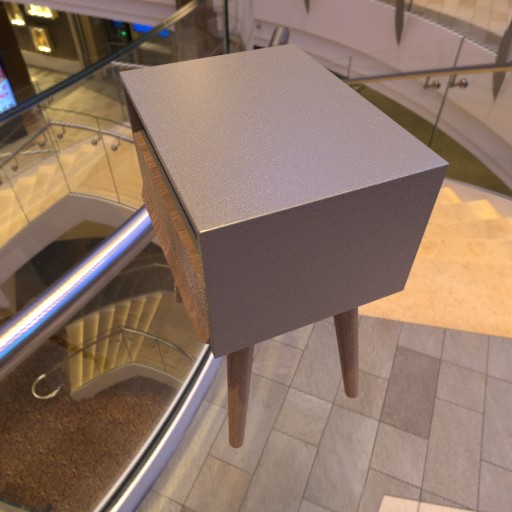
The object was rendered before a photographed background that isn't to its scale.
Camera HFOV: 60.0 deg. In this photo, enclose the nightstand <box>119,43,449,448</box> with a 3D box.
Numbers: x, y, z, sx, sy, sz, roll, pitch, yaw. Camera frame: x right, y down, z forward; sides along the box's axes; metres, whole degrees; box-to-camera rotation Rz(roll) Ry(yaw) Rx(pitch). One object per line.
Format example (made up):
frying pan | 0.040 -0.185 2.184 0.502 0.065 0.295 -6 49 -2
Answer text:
nightstand | 0.000 0.000 0.728 0.288 0.508 0.370 -17 48 -16
